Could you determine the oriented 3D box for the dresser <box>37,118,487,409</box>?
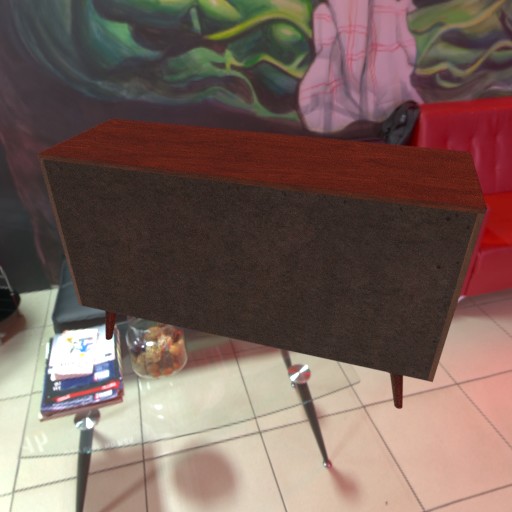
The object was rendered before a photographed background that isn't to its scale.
[{"bbox_3d":[0.000,0.000,1.831,1.472,0.889,0.500,9,34,14],"label":"dresser"}]
